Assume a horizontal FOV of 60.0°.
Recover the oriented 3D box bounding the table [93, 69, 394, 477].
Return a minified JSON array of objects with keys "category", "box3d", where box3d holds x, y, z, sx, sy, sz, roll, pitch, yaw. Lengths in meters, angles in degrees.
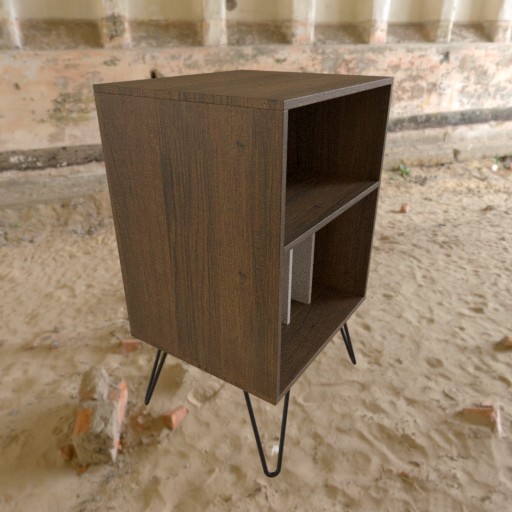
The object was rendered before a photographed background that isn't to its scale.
[{"category":"table","box3d":[0.000,0.000,1.171,0.457,0.866,0.526,17,31,30]}]
